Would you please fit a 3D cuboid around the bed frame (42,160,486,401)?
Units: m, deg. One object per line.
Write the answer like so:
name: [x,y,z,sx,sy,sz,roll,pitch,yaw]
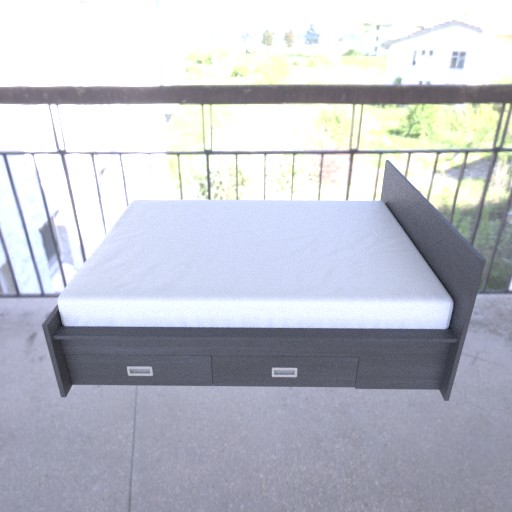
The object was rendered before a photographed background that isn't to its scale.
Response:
bed frame: [0.000,0.000,2.782,1.960,0.800,1.622,0,27,1]
